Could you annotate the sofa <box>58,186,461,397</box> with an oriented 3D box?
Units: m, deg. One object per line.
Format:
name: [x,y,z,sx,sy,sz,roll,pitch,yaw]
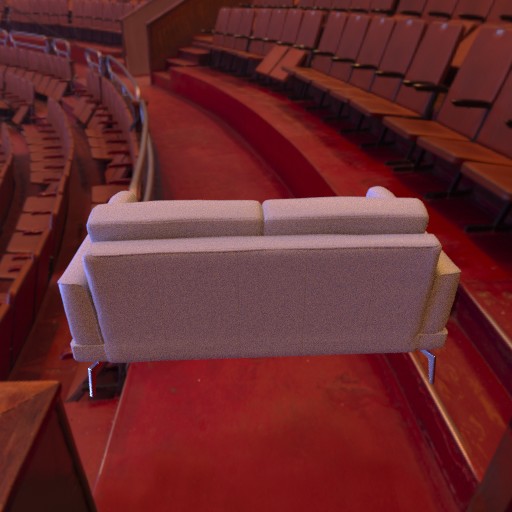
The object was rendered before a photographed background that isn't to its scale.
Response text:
sofa: [0.000,0.000,2.452,1.819,0.930,1.121,-1,29,-3]
